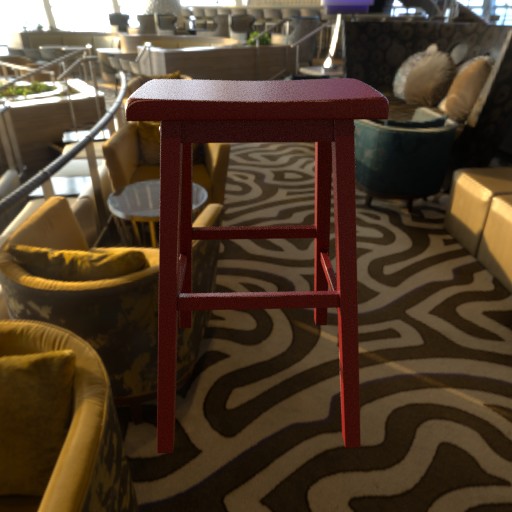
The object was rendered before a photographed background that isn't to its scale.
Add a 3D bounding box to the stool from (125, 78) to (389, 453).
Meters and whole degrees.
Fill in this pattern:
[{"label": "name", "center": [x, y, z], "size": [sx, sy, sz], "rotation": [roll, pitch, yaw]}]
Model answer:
[{"label": "stool", "center": [0.000, 0.000, 1.023], "size": [0.457, 0.737, 0.476], "rotation": [-1, 29, -2]}]
